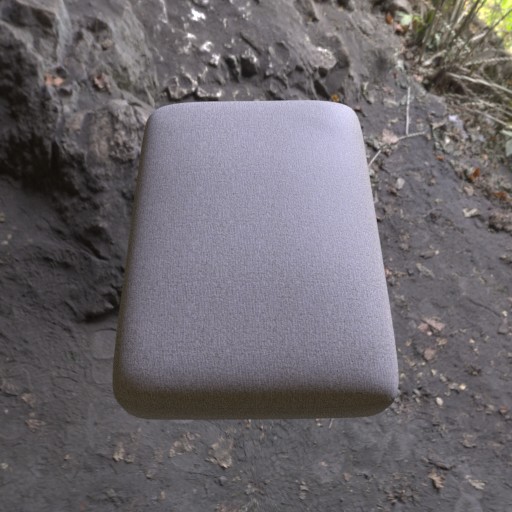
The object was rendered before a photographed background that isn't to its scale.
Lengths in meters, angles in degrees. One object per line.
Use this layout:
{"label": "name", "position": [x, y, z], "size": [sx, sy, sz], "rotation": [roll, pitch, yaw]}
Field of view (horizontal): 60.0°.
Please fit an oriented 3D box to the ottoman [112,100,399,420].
{"label": "ottoman", "position": [0.000, 0.000, 1.092], "size": [0.568, 0.420, 0.772], "rotation": [-1, 63, 0]}
